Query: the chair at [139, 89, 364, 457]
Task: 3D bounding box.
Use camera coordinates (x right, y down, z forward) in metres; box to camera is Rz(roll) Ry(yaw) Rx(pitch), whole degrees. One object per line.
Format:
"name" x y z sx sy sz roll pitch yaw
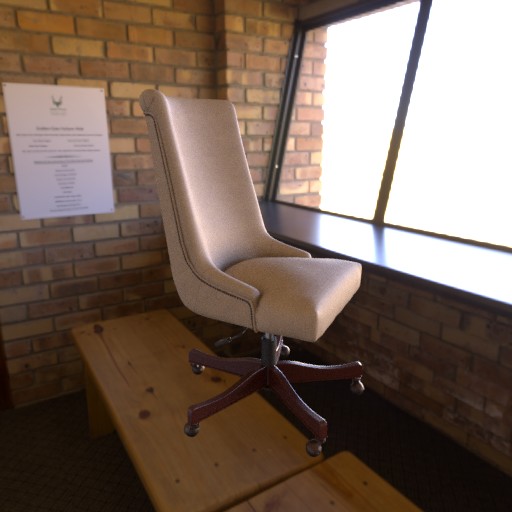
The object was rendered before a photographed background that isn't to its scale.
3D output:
"chair" 0.000 0.000 1.447 0.696 1.010 0.645 7 16 25
